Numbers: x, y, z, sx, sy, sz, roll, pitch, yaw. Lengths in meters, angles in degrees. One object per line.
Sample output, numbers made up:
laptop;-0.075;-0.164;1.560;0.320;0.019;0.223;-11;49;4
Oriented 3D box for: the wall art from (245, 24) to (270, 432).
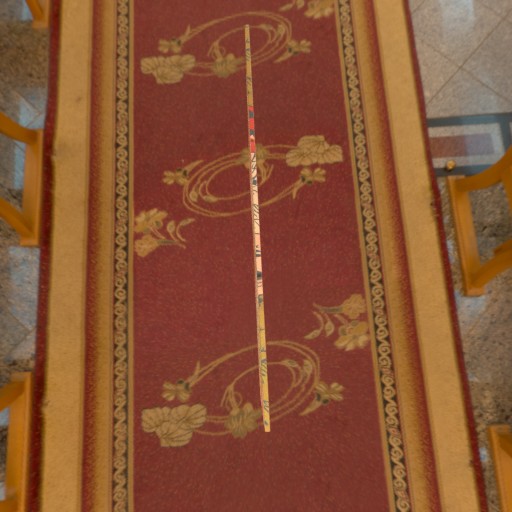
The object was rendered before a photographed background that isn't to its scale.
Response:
wall art;0.000;0.000;1.846;0.013;1.218;1.206;-3;76;-1
